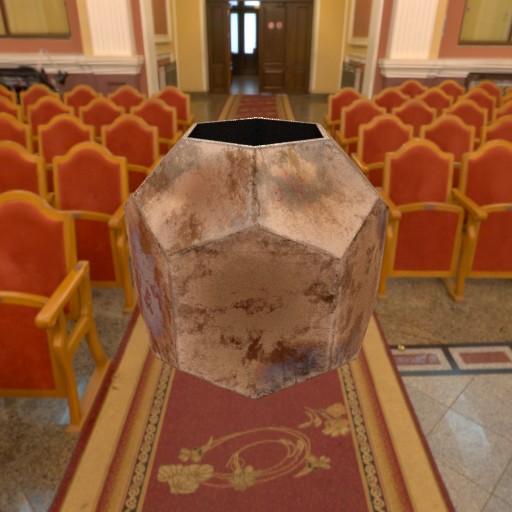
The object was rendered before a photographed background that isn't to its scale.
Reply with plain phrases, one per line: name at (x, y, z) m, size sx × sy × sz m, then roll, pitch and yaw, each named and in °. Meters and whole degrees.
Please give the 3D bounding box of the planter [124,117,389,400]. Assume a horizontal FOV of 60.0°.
planter at (0.000, 0.000, 0.428) m, size 0.243 × 0.238 × 0.221 m, roll 0°, pitch 26°, yaw 1°
